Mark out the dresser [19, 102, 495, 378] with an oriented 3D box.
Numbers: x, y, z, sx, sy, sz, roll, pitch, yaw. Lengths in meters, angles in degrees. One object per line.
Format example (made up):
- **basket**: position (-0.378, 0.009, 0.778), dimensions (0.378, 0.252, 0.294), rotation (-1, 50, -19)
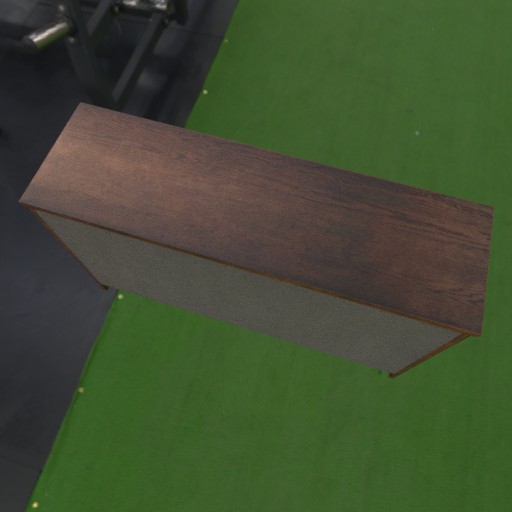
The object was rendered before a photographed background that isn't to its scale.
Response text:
- **dresser**: position (0.000, 0.000, 1.888), dimensions (1.551, 0.856, 0.463), rotation (16, 67, 7)
